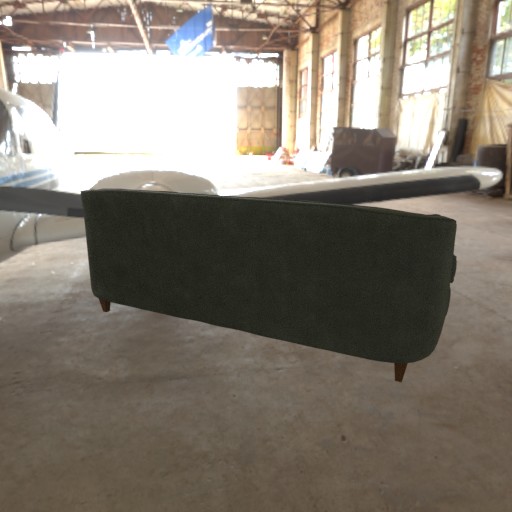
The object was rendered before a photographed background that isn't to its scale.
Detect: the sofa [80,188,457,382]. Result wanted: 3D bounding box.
[{"bbox_3d":[0.000,0.000,2.797,2.278,0.855,0.941,8,17,26],"label":"sofa"}]
